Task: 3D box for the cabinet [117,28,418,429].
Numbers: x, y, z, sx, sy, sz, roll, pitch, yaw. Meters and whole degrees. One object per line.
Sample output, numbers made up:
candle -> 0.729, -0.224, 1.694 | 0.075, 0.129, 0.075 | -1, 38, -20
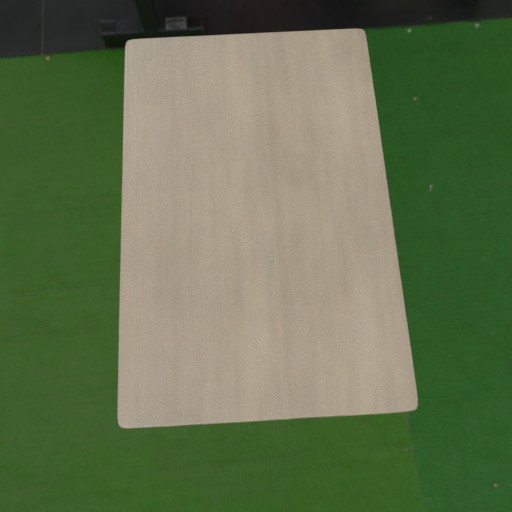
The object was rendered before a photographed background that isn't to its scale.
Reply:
cabinet -> 0.000, 0.000, 1.197 | 0.503, 0.762, 0.763 | -3, 75, -1
